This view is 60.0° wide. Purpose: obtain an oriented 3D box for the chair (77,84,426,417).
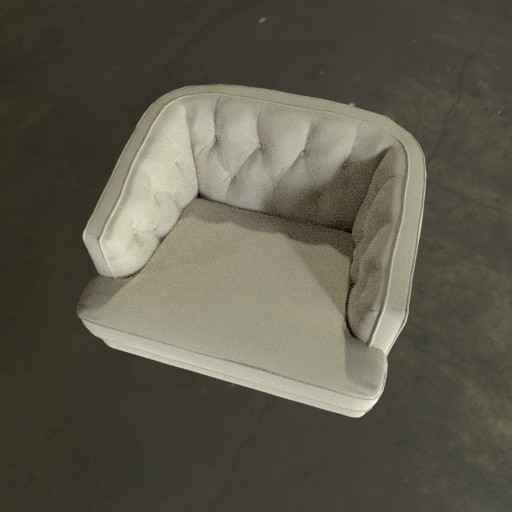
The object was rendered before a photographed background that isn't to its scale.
[{"bbox_3d":[0.000,0.000,1.744,1.104,0.852,0.941,14,57,9],"label":"chair"}]
